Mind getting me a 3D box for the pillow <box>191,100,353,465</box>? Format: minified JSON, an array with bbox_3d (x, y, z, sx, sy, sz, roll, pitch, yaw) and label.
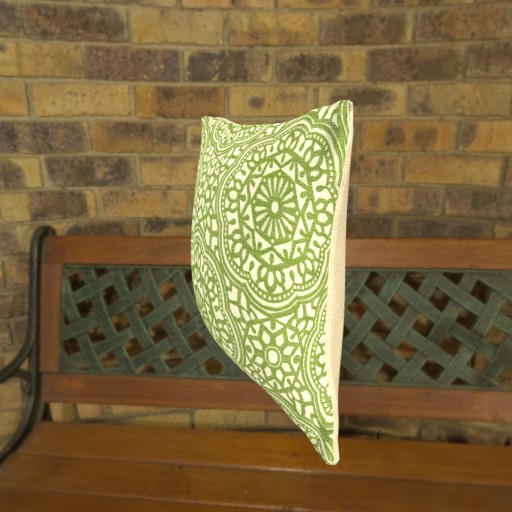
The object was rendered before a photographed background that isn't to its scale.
[{"bbox_3d":[0.000,0.000,0.668,0.162,0.419,0.440,-7,17,-24],"label":"pillow"}]
